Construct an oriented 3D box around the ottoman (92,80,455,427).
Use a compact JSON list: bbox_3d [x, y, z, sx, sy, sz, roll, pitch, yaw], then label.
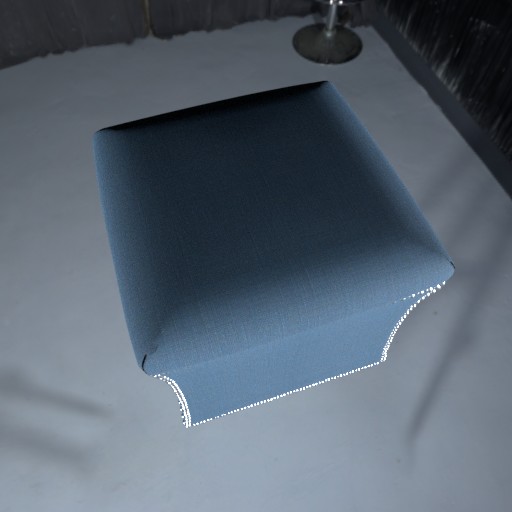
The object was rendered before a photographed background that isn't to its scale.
[{"bbox_3d":[0.000,0.000,0.915,0.507,0.475,0.497,-16,59,-10],"label":"ottoman"}]
